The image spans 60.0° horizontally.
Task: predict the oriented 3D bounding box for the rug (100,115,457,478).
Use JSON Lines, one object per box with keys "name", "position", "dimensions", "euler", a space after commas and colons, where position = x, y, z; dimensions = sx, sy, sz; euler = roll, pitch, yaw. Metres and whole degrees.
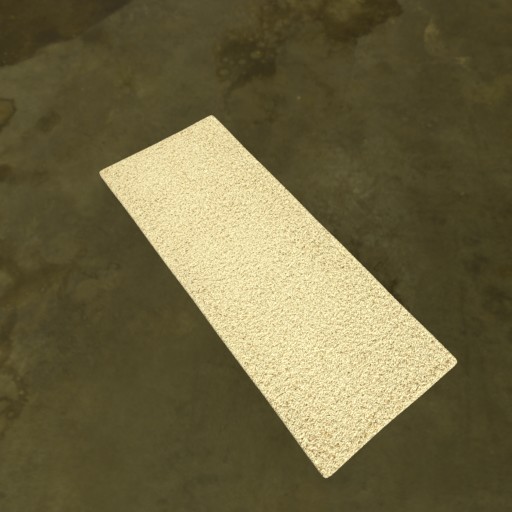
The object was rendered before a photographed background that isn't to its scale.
{"name": "rug", "position": [0.000, 0.000, 1.753], "dimensions": [0.609, 0.030, 1.524], "euler": [-33, 65, -18]}
